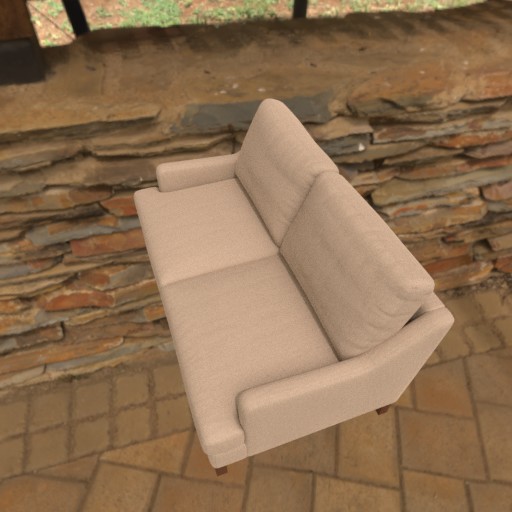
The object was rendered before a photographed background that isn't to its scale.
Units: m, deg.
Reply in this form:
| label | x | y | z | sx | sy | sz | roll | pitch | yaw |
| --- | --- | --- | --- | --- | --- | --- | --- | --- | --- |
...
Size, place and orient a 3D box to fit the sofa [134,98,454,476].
| label | x | y | z | sx | sy | sz | roll | pitch | yaw |
| --- | --- | --- | --- | --- | --- | --- | --- | --- | --- |
| sofa | 0.000 | 0.000 | 2.210 | 1.004 | 0.910 | 1.619 | -15 | 48 | -14 |
